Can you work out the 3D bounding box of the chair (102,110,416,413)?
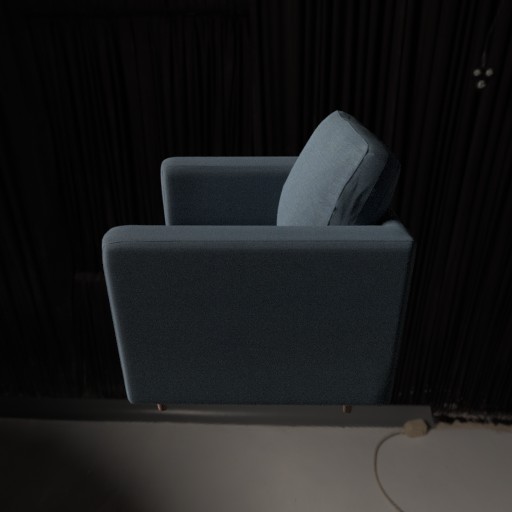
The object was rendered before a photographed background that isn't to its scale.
[{"bbox_3d":[0.000,0.000,1.560,0.820,0.922,0.855,0,27,1],"label":"chair"}]
